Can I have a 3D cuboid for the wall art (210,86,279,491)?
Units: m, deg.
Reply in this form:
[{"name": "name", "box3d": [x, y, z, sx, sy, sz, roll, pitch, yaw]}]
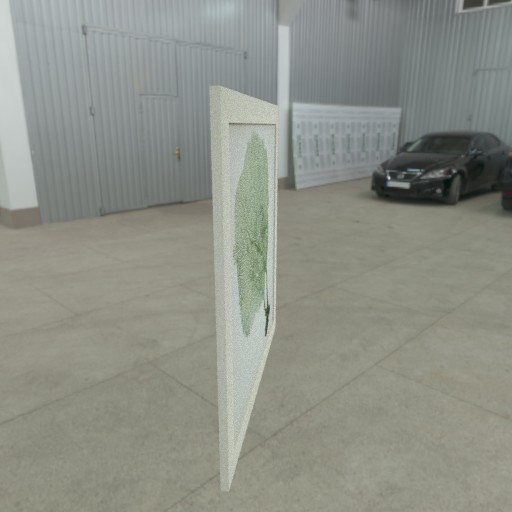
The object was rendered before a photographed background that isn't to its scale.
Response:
[{"name": "wall art", "box3d": [0.000, 0.000, 0.879, 0.013, 0.584, 0.584, 3, 17, 9]}]
